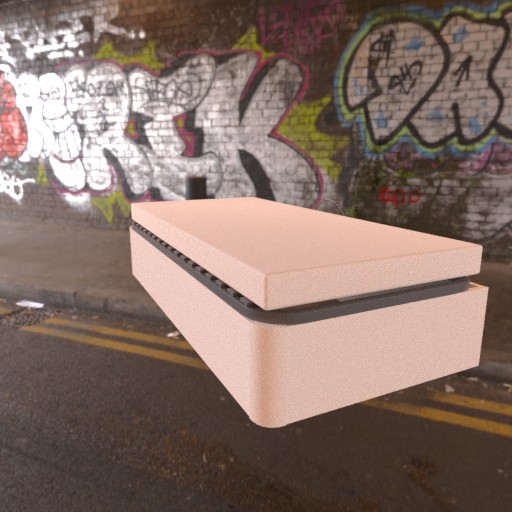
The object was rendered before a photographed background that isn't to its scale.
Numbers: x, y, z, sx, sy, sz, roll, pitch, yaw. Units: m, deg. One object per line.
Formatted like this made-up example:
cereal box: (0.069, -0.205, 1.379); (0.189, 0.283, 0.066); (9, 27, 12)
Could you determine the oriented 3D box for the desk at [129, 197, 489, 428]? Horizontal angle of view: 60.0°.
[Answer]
desk: (0.000, 0.000, 2.211); (0.900, 0.526, 1.900); (-6, 15, -25)
